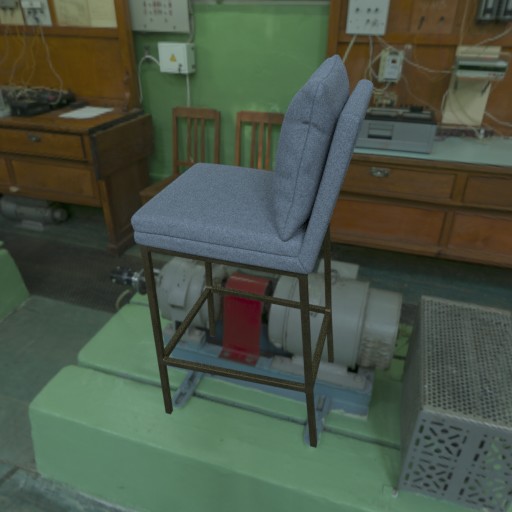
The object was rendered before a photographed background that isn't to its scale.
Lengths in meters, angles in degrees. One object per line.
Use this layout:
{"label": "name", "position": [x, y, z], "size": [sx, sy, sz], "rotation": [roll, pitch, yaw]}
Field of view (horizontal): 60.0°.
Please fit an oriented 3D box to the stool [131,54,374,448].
{"label": "stool", "position": [0.000, 0.000, 1.394], "size": [0.569, 1.130, 0.463], "rotation": [9, 32, 14]}
